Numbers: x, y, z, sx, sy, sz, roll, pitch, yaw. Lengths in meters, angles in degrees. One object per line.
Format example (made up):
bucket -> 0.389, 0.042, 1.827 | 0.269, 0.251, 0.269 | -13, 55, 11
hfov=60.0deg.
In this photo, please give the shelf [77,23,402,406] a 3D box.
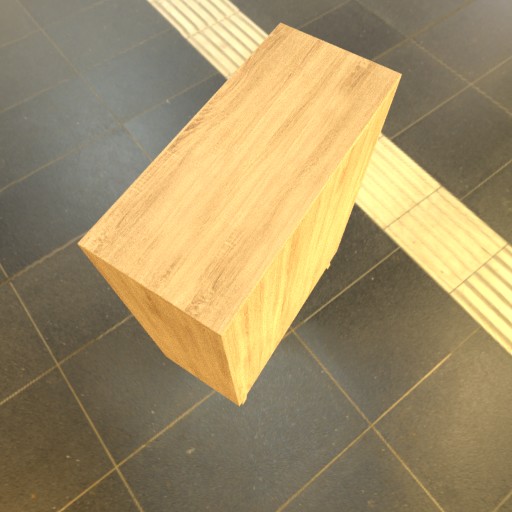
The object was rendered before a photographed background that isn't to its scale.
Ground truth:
shelf -> 0.000, 0.000, 1.889 | 0.450, 1.390, 1.000 | 30, 68, 14
